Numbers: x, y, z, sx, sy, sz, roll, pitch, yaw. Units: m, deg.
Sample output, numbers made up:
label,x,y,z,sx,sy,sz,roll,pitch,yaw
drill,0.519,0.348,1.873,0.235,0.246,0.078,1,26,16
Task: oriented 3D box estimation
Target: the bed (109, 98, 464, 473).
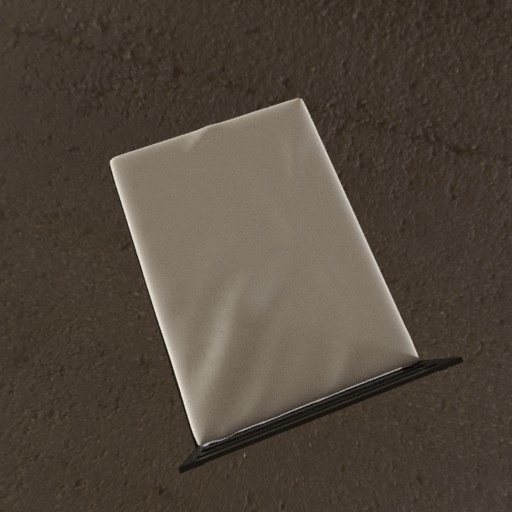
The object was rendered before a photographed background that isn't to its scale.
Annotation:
label,x,y,z,sx,sy,sz,roll,pitch,yaw
bed,0.000,0.000,2.919,1.524,0.967,2.062,-19,76,-5
